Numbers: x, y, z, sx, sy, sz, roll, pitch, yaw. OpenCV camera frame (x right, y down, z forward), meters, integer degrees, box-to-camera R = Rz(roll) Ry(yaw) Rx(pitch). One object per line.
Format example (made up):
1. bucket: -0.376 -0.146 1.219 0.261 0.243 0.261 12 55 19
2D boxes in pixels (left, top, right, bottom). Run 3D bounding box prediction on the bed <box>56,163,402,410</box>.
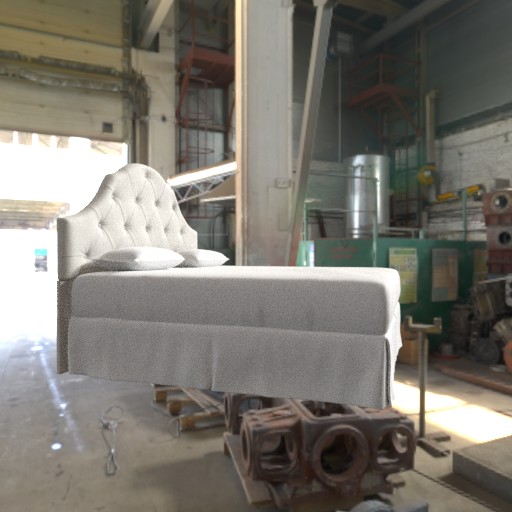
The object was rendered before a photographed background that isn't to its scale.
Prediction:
1. bed: 0.000 0.000 3.585 2.214 1.615 2.008 0 0 20
